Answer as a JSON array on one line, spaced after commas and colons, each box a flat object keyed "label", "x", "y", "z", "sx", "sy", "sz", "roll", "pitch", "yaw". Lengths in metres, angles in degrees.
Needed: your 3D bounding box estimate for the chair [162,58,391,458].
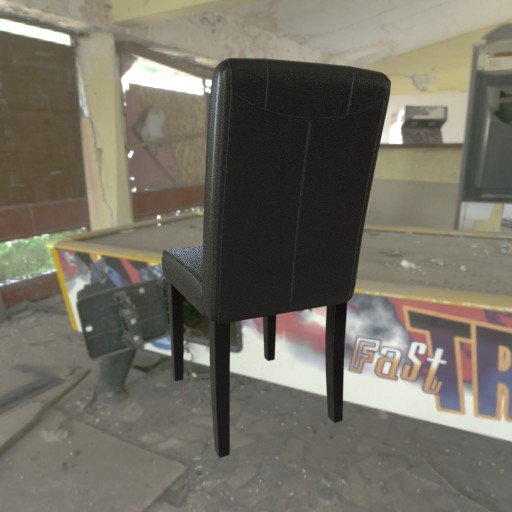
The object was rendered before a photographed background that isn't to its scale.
[{"label": "chair", "x": 0.000, "y": 0.000, "z": 1.207, "sx": 0.399, "sy": 0.897, "sz": 0.556, "roll": -6, "pitch": 14, "yaw": -24}]
